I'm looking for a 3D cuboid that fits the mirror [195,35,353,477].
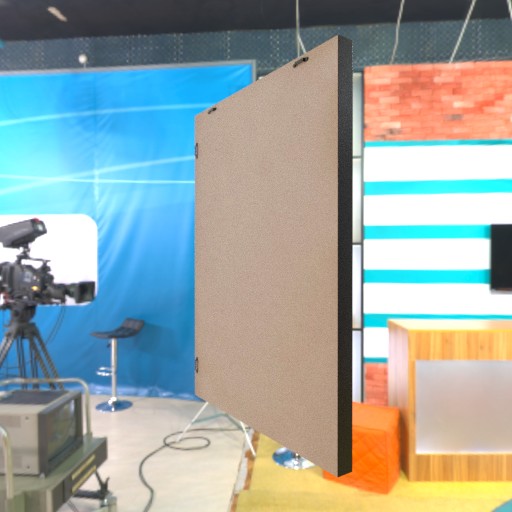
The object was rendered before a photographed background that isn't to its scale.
[{"bbox_3d":[0.000,0.000,0.927,0.039,0.710,0.507,0,0,-35],"label":"mirror"}]
